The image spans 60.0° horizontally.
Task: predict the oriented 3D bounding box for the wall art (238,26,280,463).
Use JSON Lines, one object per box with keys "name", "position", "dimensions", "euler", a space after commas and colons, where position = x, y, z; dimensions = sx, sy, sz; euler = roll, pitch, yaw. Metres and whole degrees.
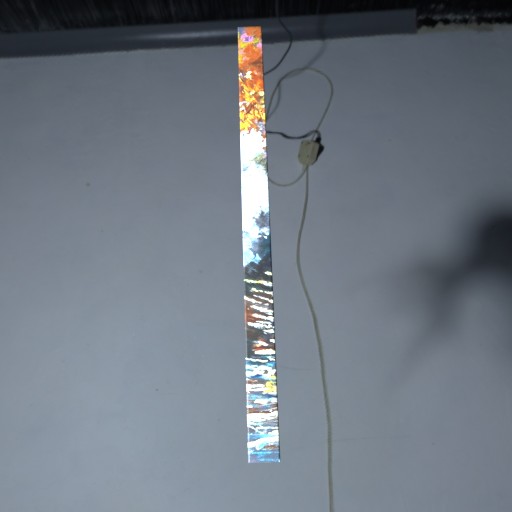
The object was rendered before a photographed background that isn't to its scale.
{"name": "wall art", "position": [0.000, 0.000, 0.785], "dimensions": [0.037, 0.406, 0.610], "euler": [-2, 74, -1]}
